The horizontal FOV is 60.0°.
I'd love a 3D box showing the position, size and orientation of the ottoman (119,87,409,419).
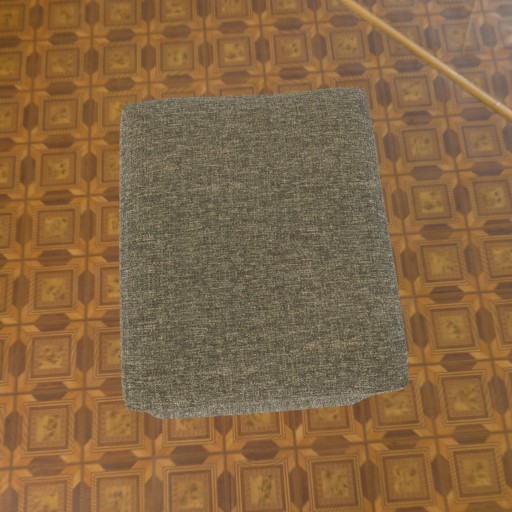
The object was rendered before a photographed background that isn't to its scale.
[{"bbox_3d":[0.000,0.000,1.229,0.683,0.480,0.828,-4,76,-1],"label":"ottoman"}]
